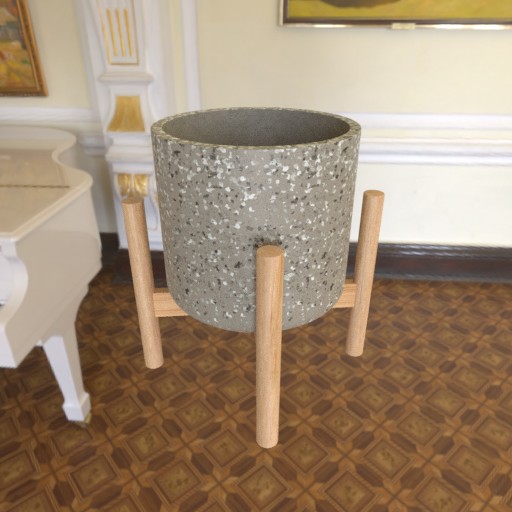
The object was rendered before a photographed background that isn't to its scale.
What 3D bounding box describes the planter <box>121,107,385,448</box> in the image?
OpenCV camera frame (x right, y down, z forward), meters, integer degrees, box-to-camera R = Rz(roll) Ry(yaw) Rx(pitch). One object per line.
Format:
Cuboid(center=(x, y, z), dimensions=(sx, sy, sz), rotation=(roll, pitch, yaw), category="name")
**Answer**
Cuboid(center=(0.000, 0.000, 0.550), dimensions=(0.284, 0.320, 0.284), rotation=(8, 29, 15), category="planter")
